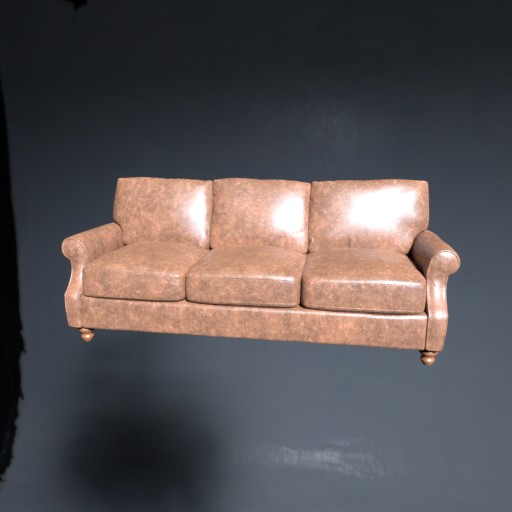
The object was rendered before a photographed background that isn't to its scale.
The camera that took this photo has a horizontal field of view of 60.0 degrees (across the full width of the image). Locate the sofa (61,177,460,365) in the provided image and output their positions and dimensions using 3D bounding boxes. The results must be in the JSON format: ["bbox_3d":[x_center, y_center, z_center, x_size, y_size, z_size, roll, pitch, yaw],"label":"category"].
[{"bbox_3d":[0.000,0.000,2.900,2.351,0.977,0.973,2,13,9],"label":"sofa"}]
